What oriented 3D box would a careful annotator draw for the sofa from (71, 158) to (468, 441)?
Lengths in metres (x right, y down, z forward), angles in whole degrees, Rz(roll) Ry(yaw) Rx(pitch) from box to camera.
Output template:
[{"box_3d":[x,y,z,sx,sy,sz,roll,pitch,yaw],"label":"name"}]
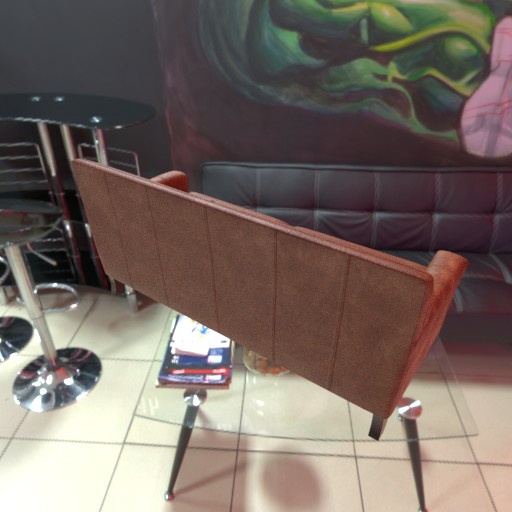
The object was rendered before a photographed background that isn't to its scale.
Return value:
[{"box_3d":[0.000,0.000,2.514,2.053,0.947,0.805,21,37,30],"label":"sofa"}]
